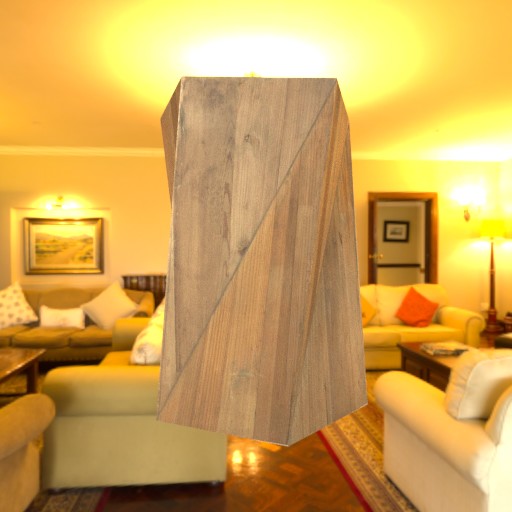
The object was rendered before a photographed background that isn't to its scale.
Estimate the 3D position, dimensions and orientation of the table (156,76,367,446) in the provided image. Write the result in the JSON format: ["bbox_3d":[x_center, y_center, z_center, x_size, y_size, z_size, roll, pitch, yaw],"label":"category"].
[{"bbox_3d":[0.000,0.000,0.922,0.425,0.604,0.441,1,1,36],"label":"table"}]
